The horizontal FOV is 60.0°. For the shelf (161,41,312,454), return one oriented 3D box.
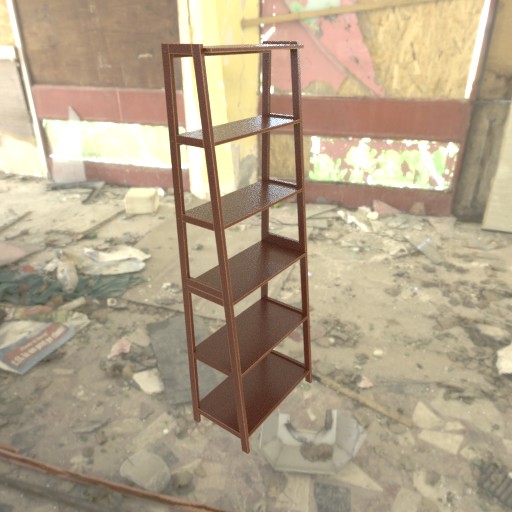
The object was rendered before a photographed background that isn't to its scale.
[{"bbox_3d":[0.000,0.000,2.179,0.381,1.892,0.660,18,32,32],"label":"shelf"}]
